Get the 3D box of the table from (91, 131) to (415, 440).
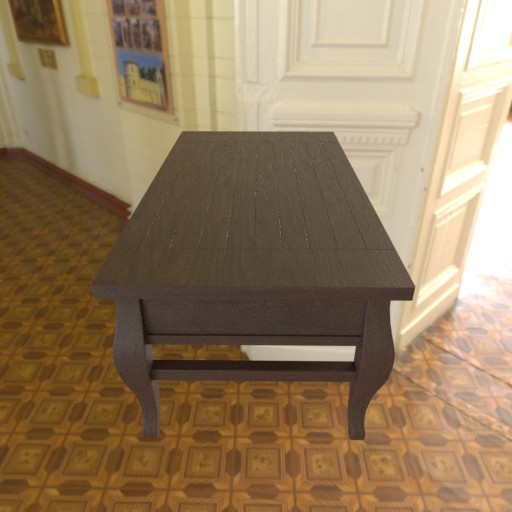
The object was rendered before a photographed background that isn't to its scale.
[{"bbox_3d":[0.000,0.000,1.377,0.600,0.494,1.062,0,30,1],"label":"table"}]
